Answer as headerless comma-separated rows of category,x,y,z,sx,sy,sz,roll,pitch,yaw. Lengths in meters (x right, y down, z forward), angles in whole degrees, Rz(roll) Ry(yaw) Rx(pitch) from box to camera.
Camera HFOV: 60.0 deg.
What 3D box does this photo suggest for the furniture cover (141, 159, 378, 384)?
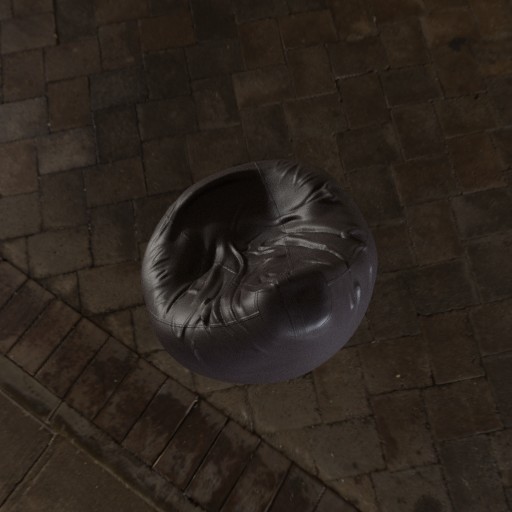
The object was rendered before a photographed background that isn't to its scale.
furniture cover,0.000,0.000,1.930,1.070,0.990,1.070,-23,75,-6
